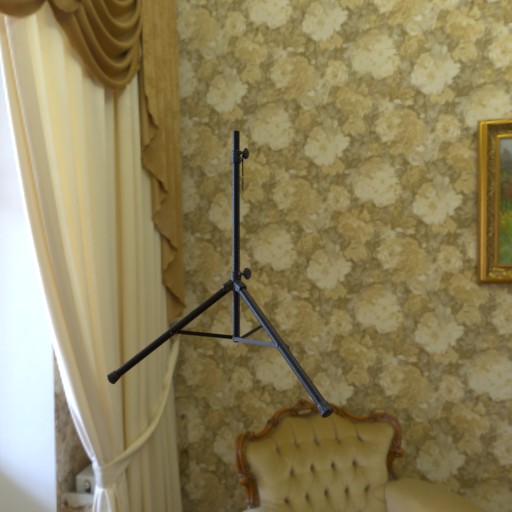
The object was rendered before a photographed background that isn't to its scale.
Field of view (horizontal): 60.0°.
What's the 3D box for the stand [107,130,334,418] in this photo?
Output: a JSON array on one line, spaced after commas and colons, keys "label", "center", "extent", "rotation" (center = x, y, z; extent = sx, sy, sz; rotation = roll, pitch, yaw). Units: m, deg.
[{"label": "stand", "center": [0.000, 0.000, 1.910], "extent": [1.045, 1.136, 0.907], "rotation": [-1, 1, -35]}]
